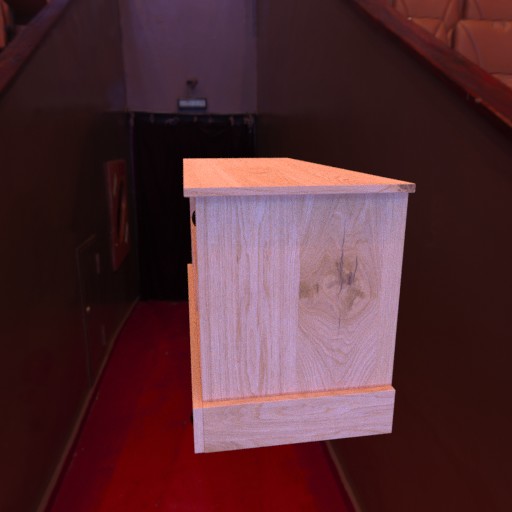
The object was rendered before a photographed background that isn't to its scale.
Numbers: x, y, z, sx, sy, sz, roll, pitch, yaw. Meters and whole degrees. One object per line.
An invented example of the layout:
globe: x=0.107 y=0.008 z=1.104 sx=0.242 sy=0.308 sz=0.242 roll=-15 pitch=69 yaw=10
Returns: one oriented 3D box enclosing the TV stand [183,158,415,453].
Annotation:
TV stand: x=0.000 y=0.000 z=1.389 sx=0.440 sy=0.550 sz=1.080 roll=-2 pitch=15 yaw=-9
